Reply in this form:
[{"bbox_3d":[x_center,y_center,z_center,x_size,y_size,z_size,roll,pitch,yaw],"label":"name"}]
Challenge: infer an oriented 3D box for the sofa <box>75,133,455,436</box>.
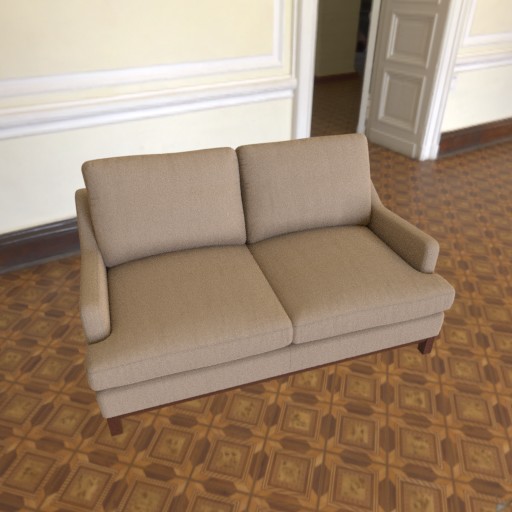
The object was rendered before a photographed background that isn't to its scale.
[{"bbox_3d":[0.000,0.000,2.163,1.619,0.910,1.004,-10,34,-15],"label":"sofa"}]
